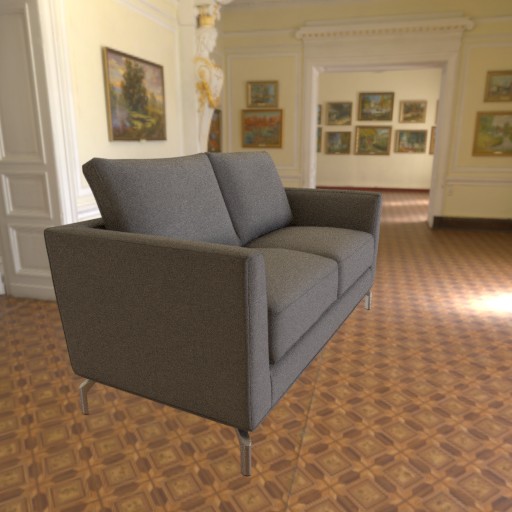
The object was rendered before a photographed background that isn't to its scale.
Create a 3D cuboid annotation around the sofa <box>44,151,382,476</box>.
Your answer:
[{"bbox_3d":[0.000,0.000,2.037,0.803,0.924,1.594,7,16,26],"label":"sofa"}]
